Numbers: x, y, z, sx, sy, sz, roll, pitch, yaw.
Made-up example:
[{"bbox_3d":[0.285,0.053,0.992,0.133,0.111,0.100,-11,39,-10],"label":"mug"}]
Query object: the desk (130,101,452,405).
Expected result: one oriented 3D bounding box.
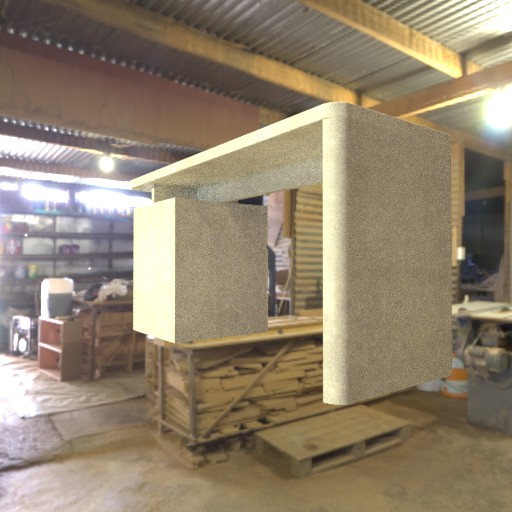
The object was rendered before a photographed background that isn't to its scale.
[{"bbox_3d":[0.000,0.000,1.804,0.550,0.755,1.400,1,-1,-37],"label":"desk"}]
